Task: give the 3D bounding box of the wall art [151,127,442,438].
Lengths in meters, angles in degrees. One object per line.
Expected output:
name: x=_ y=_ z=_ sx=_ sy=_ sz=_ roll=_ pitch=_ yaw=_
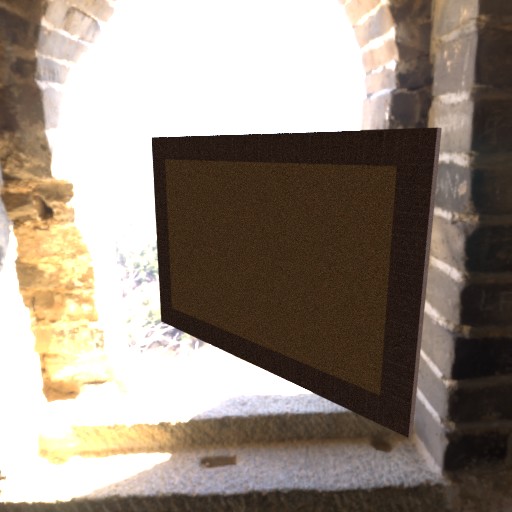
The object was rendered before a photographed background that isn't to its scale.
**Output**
wall art: x=0.000 y=0.000 z=1.175 sx=0.917 sy=0.626 sz=0.019 roll=13 pitch=19 yaw=43
